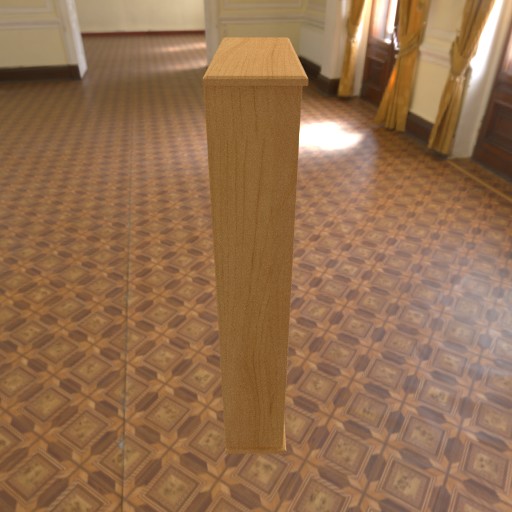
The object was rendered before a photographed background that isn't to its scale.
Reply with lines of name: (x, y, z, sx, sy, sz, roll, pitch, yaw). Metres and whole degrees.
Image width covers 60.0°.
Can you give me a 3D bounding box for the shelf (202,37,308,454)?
shelf: (0.000, 0.000, 1.222, 0.175, 1.030, 0.520, 0, 33, 0)
